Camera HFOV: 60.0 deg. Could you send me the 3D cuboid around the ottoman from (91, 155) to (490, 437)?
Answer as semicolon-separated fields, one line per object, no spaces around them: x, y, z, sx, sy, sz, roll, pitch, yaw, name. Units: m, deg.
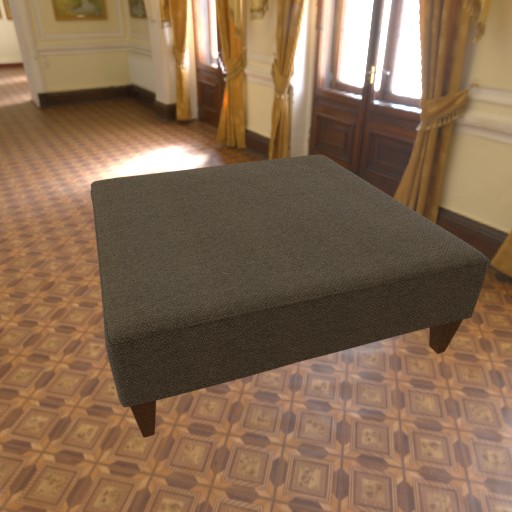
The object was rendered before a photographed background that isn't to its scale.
0.000;0.000;1.481;0.981;0.378;0.970;-10;31;-17;ottoman
